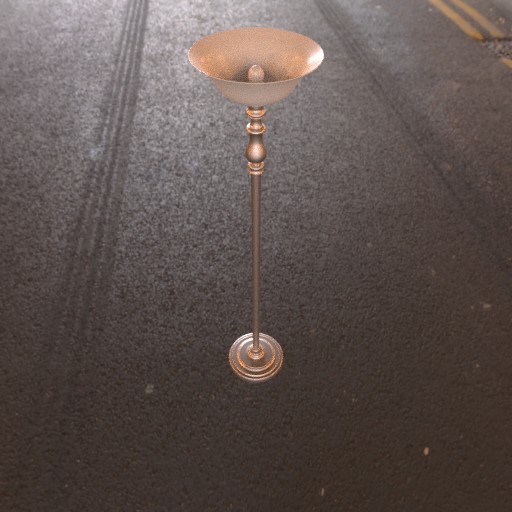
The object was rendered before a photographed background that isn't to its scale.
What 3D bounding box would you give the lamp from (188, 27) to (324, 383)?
[{"bbox_3d":[0.000,0.000,1.969,0.405,1.771,0.405,24,51,22],"label":"lamp"}]
